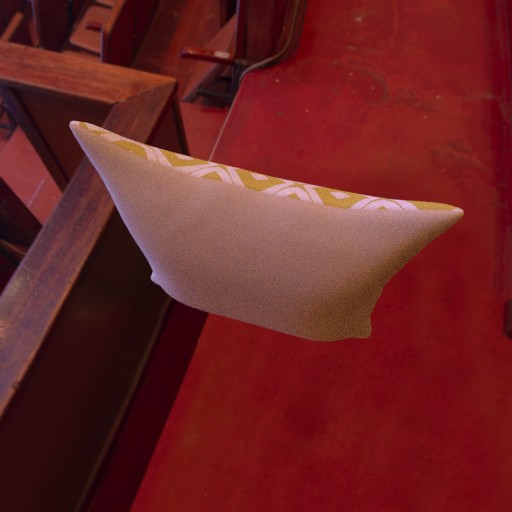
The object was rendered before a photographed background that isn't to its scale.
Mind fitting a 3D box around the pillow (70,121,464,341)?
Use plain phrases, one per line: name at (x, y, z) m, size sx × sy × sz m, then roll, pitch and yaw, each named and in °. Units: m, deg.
pillow at (0.000, 0.000, 0.763) m, size 0.504 × 0.494 × 0.188 m, roll 14°, pitch 64°, yaw 7°
